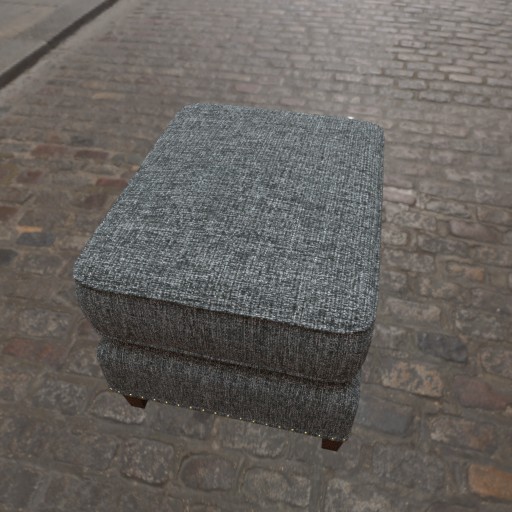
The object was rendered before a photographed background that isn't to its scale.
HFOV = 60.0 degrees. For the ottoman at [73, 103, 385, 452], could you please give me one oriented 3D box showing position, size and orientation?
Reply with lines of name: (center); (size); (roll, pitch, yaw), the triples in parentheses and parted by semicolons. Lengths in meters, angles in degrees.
ottoman: (0.000, 0.000, 1.148); (0.589, 0.537, 0.738); (9, 47, 9)
